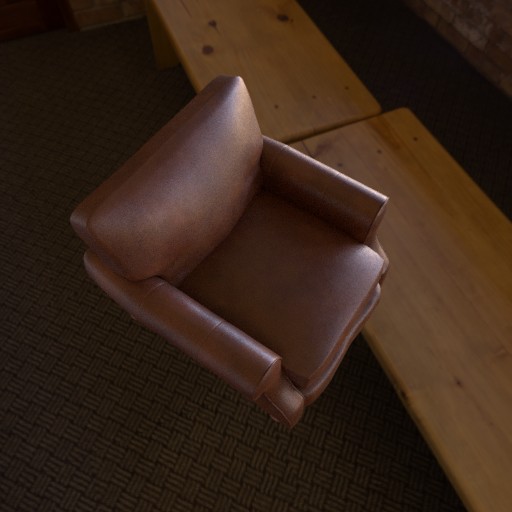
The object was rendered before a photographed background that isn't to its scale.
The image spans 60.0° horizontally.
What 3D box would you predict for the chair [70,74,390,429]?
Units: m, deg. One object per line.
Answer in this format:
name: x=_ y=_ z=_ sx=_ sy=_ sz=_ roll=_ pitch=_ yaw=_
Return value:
chair: x=0.000 y=0.000 z=1.789 sx=0.992 sy=0.972 sz=0.989 roll=31 pitch=63 yaw=17
